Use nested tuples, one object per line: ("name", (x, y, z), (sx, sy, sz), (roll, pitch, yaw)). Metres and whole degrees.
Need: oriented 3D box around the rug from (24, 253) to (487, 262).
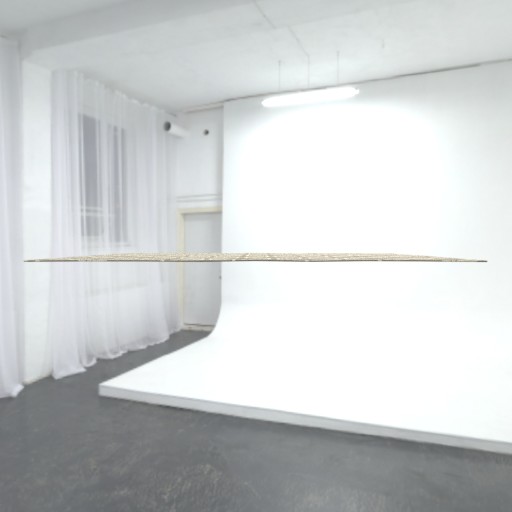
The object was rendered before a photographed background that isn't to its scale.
("rug", (0.000, 0.000, 4.466), (3.419, 0.020, 2.441), (0, 2, 1))
